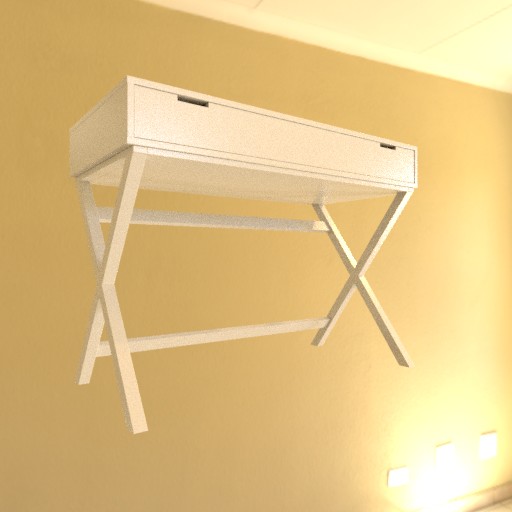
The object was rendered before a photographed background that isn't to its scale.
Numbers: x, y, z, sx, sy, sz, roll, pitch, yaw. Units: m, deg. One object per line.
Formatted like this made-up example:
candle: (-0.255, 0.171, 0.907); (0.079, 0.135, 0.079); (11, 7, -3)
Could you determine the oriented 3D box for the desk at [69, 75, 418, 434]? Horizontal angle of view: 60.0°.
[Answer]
desk: (0.000, 0.000, 1.473); (1.059, 0.780, 0.509); (0, 0, -36)
